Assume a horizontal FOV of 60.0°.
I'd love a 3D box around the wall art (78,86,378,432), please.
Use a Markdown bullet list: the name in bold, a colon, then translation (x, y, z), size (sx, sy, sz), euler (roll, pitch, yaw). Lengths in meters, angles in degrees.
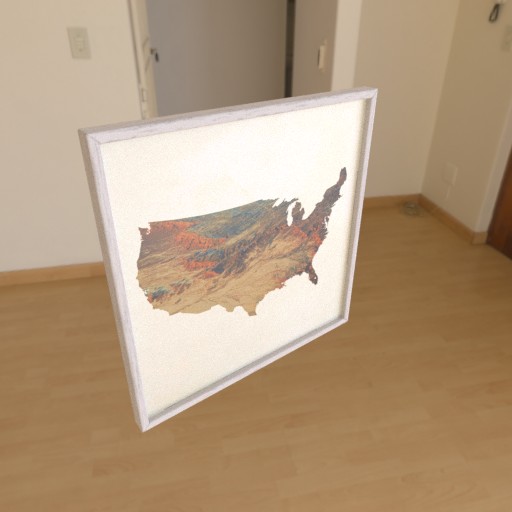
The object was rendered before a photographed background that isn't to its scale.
- **wall art**: translation (0.000, 0.000, 1.959), size (1.287, 1.288, 0.078), euler (-21, 36, -31)
